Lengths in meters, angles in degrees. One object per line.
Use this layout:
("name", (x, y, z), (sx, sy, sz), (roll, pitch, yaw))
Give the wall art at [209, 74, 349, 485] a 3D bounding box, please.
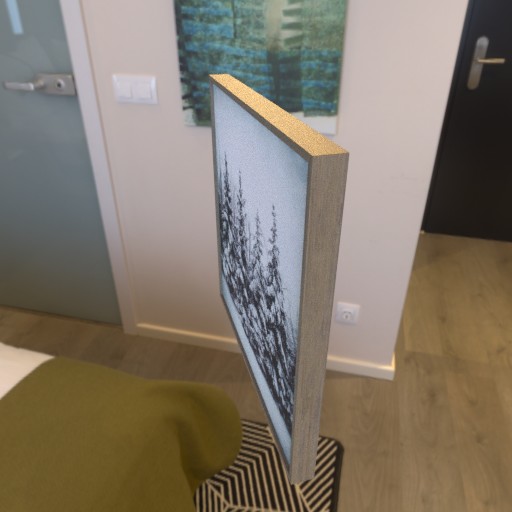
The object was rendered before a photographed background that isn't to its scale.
("wall art", (0.000, 0.000, 0.753), (0.037, 0.507, 0.507), (-8, 31, -14))
